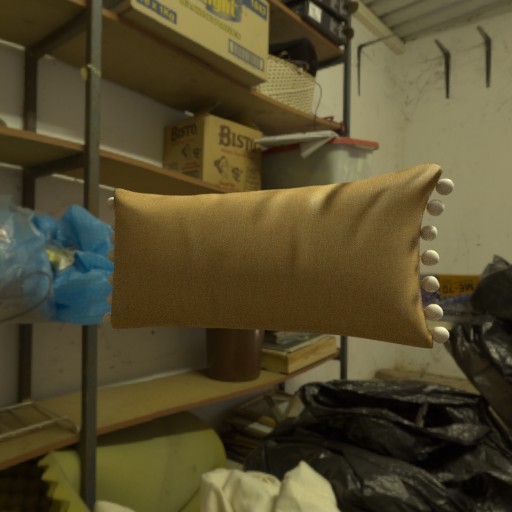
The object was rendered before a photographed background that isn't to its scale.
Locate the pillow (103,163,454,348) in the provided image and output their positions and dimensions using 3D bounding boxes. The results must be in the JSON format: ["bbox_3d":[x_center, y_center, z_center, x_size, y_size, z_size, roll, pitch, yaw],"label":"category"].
[{"bbox_3d":[0.000,0.000,0.860,0.709,0.322,0.201,0,0,17],"label":"pillow"}]
